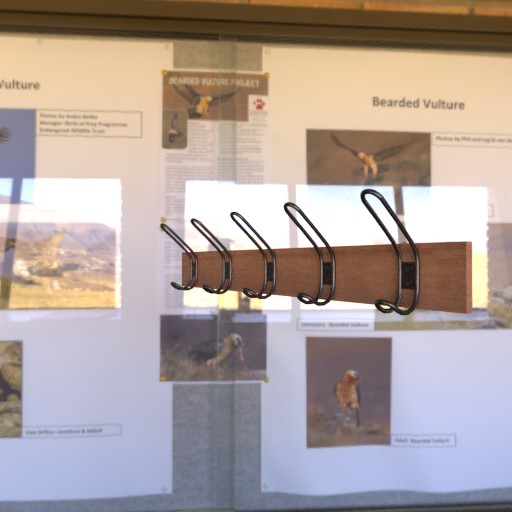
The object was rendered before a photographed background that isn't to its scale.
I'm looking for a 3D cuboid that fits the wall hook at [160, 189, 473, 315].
[{"bbox_3d":[0.000,0.000,0.599,0.076,0.116,0.554,1,-1,-36],"label":"wall hook"}]
